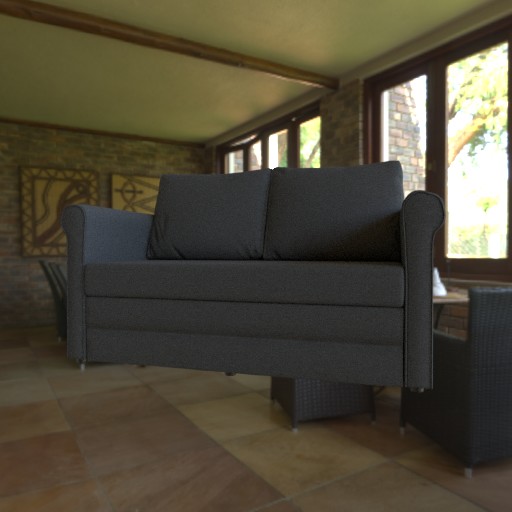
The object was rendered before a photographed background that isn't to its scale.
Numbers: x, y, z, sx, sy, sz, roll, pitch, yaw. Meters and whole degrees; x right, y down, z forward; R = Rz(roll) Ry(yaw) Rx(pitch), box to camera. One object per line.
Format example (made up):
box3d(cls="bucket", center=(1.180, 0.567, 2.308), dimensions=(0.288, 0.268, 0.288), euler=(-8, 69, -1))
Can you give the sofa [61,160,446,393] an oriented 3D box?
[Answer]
box3d(cls="sofa", center=(0.000, 0.000, 1.940), dimensions=(1.460, 0.872, 0.741), euler=(0, 1, 17))
